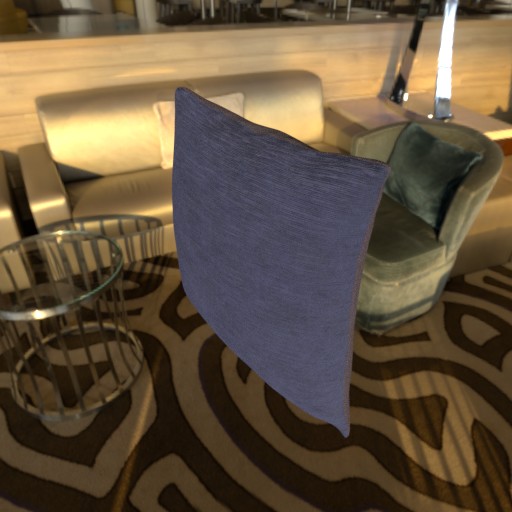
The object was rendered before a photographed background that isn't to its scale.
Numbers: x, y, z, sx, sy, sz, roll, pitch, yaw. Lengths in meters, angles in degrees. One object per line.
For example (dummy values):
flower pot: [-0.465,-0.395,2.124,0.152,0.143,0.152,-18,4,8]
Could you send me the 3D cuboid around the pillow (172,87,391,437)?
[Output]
pillow: [0.000,0.000,0.706,0.204,0.439,0.452,-21,38,-30]
